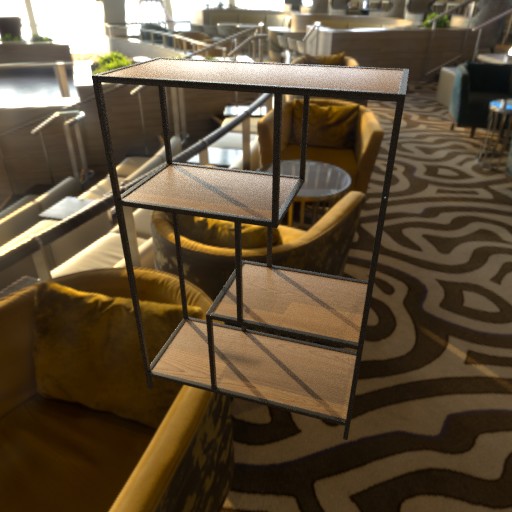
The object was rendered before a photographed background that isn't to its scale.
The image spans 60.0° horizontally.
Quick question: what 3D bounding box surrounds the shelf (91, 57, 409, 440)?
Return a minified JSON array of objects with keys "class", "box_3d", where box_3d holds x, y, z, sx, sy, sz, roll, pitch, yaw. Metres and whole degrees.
[{"class":"shelf","box_3d":[0.000,0.000,1.468,0.770,1.138,0.350,9,33,15]}]
